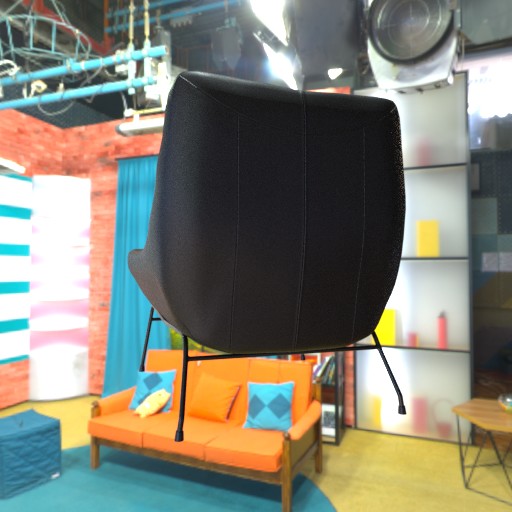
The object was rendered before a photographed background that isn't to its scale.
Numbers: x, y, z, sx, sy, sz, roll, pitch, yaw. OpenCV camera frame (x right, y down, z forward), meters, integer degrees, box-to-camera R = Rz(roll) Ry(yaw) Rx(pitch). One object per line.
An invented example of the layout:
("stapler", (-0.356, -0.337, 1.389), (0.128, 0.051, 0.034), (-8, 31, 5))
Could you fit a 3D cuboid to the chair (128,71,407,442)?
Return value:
("chair", (0.000, 0.000, 1.547), (0.836, 0.922, 0.826), (1, -2, -18))
